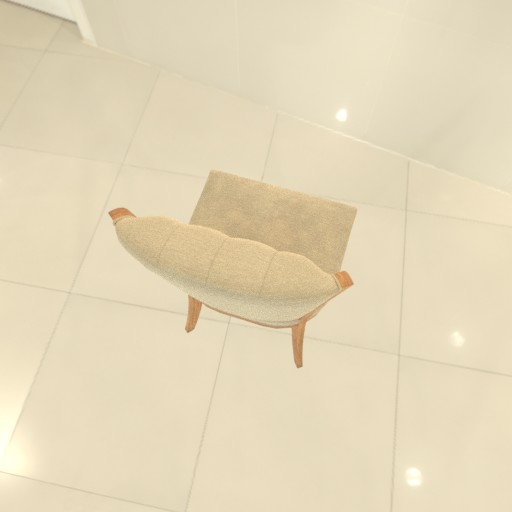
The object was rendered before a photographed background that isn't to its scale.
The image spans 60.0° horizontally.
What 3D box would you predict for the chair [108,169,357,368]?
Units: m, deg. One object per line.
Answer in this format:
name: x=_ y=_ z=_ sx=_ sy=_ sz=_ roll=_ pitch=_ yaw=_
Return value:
chair: x=0.000 y=0.000 z=1.295 sx=0.513 sy=0.905 sz=0.584 roll=16 pitch=65 yaw=8
